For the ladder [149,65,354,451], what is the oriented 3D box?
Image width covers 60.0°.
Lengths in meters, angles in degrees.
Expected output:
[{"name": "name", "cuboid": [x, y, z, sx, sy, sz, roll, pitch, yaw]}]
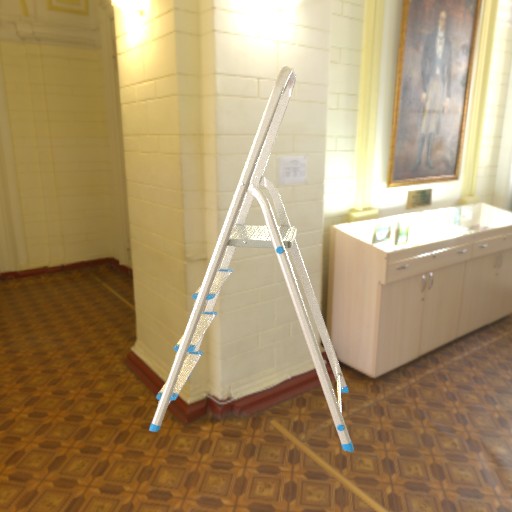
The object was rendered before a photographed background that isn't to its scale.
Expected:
[{"name": "ladder", "cuboid": [0.000, 0.000, 1.827, 0.842, 1.434, 0.445, 2, 15, 9]}]
